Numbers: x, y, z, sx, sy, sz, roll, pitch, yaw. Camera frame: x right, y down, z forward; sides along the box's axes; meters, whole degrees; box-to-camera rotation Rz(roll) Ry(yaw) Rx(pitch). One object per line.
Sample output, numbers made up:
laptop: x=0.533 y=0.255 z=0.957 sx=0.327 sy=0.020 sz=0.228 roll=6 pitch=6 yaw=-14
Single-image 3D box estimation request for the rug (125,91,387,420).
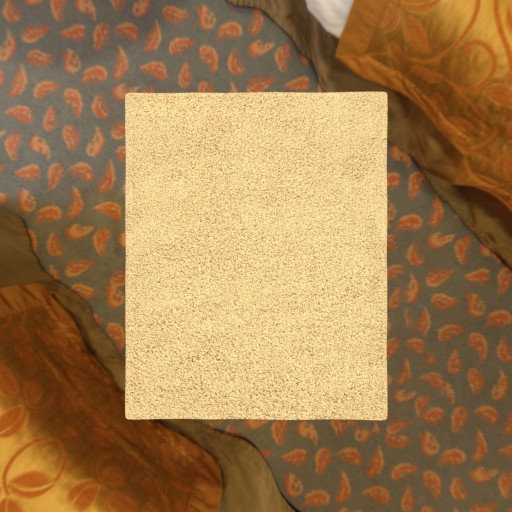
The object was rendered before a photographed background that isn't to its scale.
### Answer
rug: x=0.000 y=0.000 z=4.127 sx=2.438 sy=0.029 sz=3.047 roll=0 pitch=90 yaw=1
